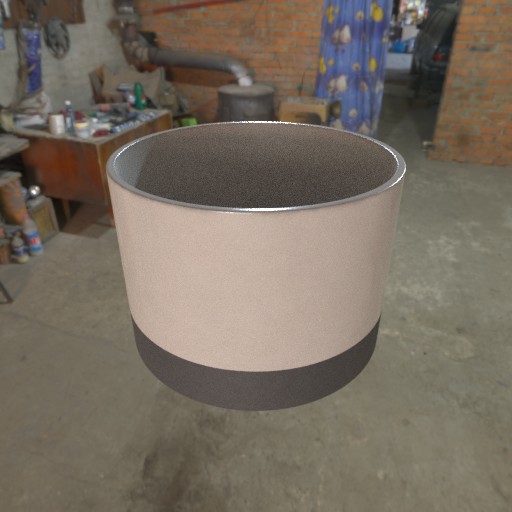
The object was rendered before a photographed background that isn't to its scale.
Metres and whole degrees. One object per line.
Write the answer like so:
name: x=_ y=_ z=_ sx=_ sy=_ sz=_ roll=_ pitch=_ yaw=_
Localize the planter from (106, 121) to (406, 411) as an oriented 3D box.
planter: x=0.000 y=0.000 z=0.223 sx=0.128 sy=0.105 sz=0.128 roll=0 pitch=29 yaw=0
